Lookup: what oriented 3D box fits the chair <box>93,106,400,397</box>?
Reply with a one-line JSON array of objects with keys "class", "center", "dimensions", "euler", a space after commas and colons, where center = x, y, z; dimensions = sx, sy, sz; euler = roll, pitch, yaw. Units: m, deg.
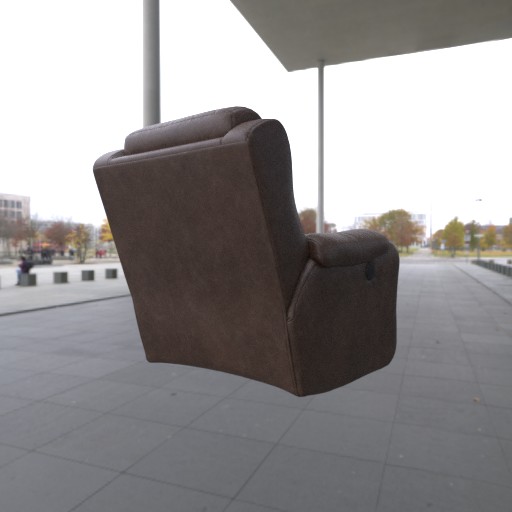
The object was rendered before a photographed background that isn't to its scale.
[{"class": "chair", "center": [0.000, 0.000, 1.882], "dimensions": [0.940, 0.990, 1.067], "euler": [1, 1, 36]}]
